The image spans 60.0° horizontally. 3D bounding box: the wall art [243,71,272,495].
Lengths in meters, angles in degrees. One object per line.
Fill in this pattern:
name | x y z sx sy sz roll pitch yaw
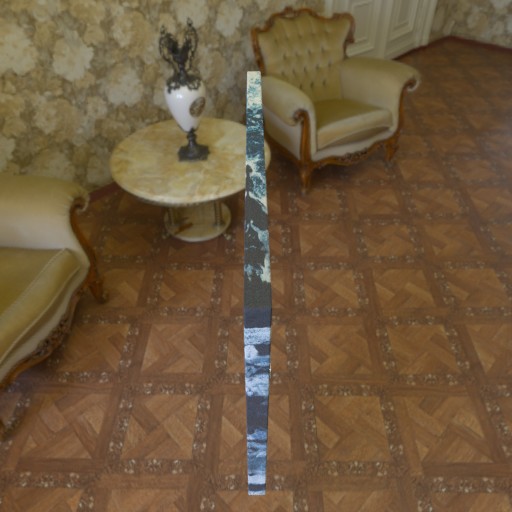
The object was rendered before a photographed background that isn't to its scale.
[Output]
wall art | 0.000 0.000 1.125 0.042 0.610 0.915 0 41 0
